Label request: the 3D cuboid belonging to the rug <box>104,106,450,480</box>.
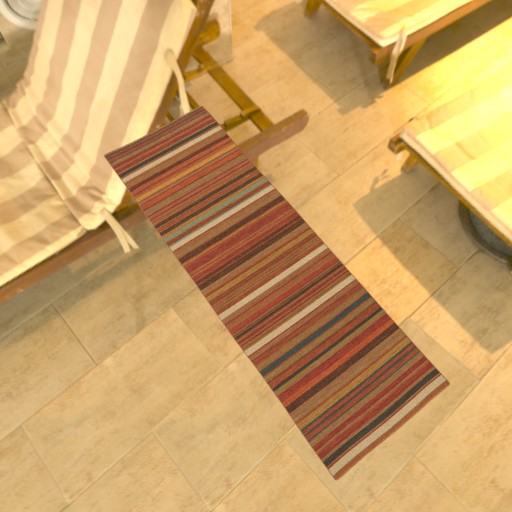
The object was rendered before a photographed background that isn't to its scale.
[{"bbox_3d":[0.000,0.000,2.690,0.799,0.030,2.444,-33,68,-15],"label":"rug"}]
